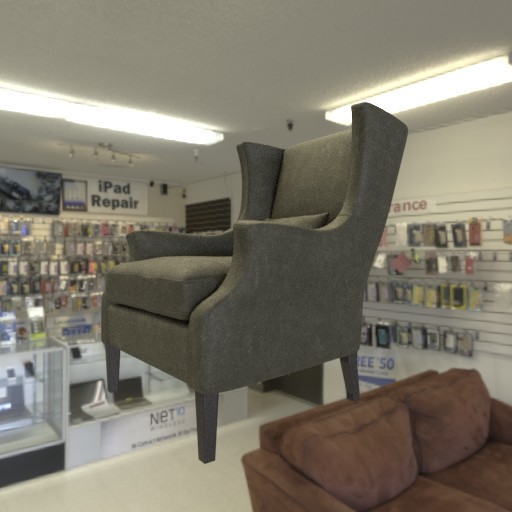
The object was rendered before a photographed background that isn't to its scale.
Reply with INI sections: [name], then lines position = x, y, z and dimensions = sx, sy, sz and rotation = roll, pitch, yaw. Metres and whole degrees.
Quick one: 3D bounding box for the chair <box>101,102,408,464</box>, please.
[chair]
position = 0.000, 0.000, 1.635
dimensions = 0.926, 1.016, 0.853
rotation = 0, 1, -37
